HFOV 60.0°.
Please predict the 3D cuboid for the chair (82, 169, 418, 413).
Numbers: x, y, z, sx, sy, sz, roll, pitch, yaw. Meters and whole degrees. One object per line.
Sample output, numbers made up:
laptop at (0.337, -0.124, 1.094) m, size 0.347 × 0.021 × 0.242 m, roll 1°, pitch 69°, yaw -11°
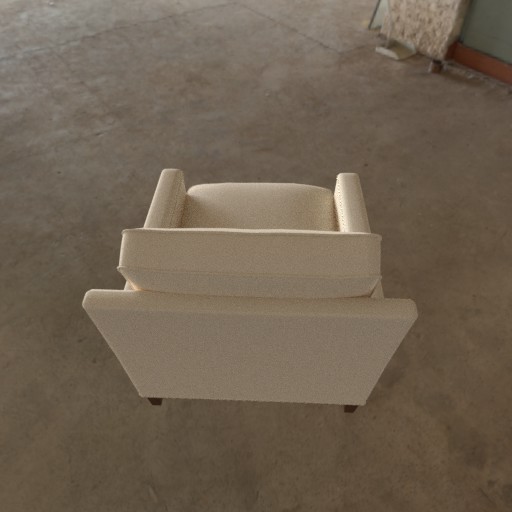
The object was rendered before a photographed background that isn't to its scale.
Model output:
chair at (0.000, 0.000, 1.687) m, size 0.853 × 0.943 × 1.014 m, roll 2°, pitch 46°, yaw 2°
